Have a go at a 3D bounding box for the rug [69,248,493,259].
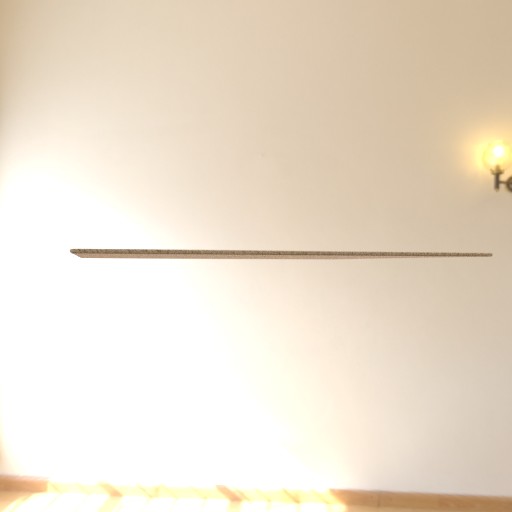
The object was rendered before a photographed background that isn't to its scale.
[{"bbox_3d":[0.000,0.000,4.054,3.047,0.029,2.438,0,-1,-20],"label":"rug"}]
